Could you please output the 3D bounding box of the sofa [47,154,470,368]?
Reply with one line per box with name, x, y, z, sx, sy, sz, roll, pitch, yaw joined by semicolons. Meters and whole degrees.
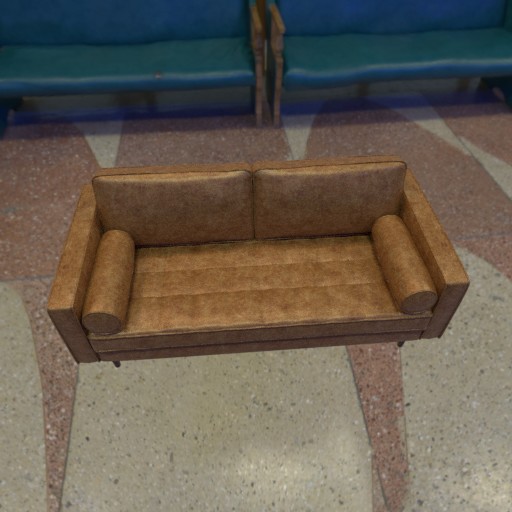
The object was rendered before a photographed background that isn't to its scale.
sofa;0.000;0.000;2.408;1.920;0.825;0.924;-3;47;-3
